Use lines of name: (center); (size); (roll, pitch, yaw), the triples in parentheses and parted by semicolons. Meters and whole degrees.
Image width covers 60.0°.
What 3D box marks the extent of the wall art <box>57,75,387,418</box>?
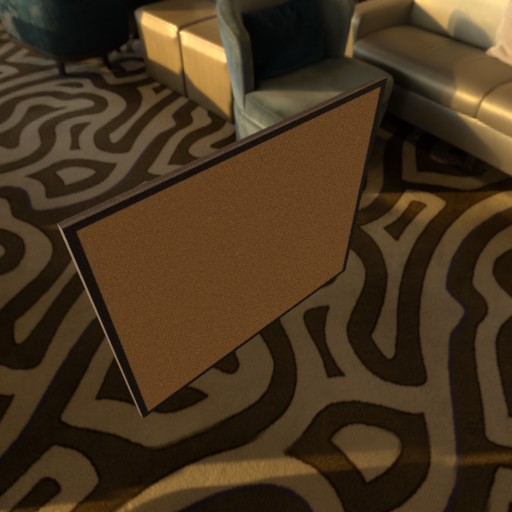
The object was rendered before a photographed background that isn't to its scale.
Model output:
wall art: (0.000, 0.000, 1.430); (1.033, 0.875, 0.023); (-32, 54, -27)
